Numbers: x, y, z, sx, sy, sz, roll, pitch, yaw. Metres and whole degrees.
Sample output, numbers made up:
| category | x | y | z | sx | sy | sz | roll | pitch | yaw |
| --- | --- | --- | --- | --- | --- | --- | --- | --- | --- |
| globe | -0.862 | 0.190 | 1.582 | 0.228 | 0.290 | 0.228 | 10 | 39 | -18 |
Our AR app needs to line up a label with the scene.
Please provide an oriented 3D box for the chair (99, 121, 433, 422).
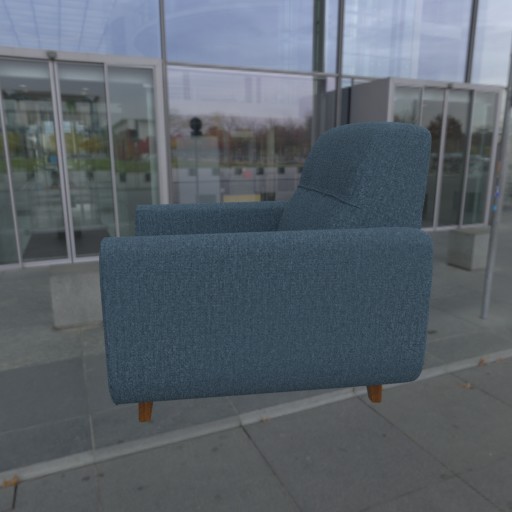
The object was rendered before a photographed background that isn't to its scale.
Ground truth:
| category | x | y | z | sx | sy | sz | roll | pitch | yaw |
| --- | --- | --- | --- | --- | --- | --- | --- | --- | --- |
| chair | 0.000 | 0.000 | 1.633 | 0.964 | 0.940 | 0.880 | -2 | 13 | -8 |
